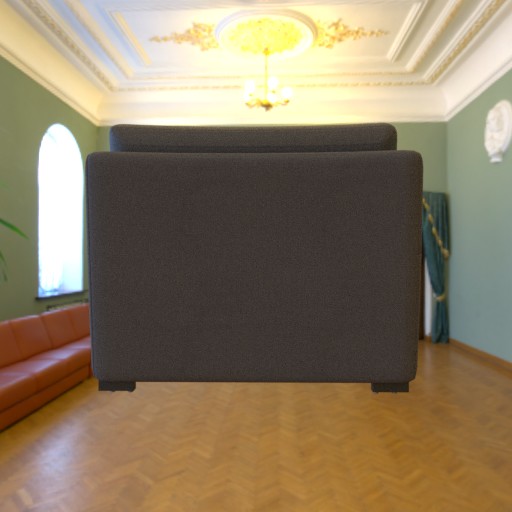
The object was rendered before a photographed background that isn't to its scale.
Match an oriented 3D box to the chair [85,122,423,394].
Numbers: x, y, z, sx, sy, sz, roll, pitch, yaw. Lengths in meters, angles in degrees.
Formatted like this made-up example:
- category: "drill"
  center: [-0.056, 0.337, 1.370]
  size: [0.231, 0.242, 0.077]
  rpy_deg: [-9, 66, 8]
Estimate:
- category: "chair"
  center: [0.000, 0.000, 1.973]
  size: [1.168, 0.940, 1.143]
  rpy_deg: [0, -1, 1]
